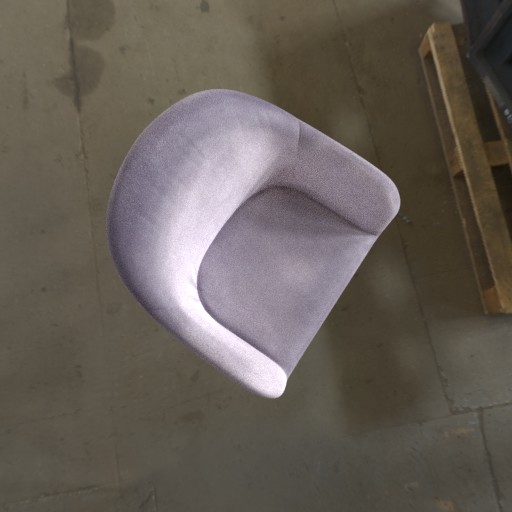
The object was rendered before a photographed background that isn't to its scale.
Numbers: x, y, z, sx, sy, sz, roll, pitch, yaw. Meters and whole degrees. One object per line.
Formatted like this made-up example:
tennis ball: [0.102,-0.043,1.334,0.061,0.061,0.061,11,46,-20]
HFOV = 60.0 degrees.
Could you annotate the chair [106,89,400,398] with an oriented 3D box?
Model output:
chair: [0.000,0.000,1.174,0.540,0.780,0.570,33,78,8]
